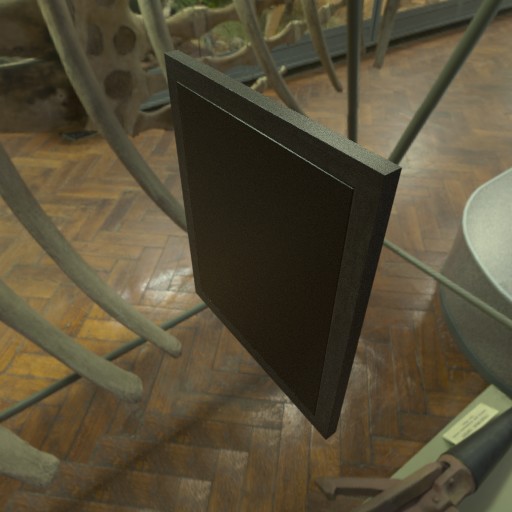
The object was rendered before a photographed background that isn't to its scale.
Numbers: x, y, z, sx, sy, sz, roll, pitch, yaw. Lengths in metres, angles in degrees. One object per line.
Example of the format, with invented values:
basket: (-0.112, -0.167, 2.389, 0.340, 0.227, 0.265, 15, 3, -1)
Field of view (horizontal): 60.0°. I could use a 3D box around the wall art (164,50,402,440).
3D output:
wall art: (0.000, 0.000, 0.796, 0.027, 0.580, 0.479, -26, 48, -26)
